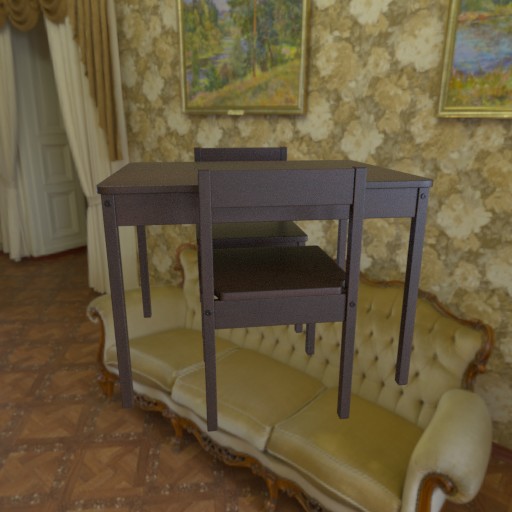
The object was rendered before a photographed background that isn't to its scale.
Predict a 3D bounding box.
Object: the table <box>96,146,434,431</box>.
[{"bbox_3d":[0.000,0.000,1.121,0.650,0.503,0.672,-2,17,-8],"label":"table"}]
